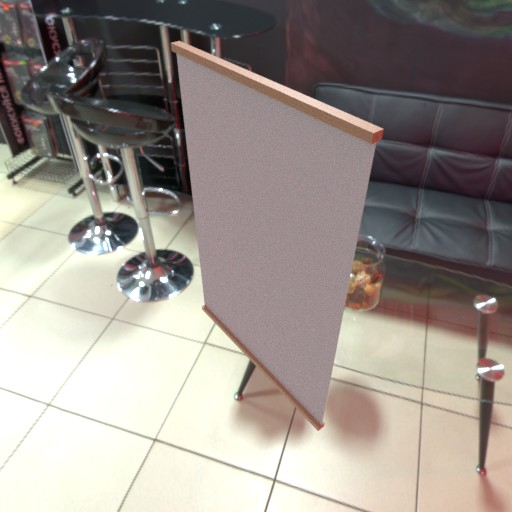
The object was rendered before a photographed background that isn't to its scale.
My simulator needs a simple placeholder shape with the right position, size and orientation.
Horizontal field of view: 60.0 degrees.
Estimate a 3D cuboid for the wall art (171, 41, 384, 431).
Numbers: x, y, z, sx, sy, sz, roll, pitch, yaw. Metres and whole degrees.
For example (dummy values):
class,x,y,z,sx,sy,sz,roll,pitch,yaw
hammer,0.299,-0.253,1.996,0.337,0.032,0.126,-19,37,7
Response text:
class,x,y,z,sx,sy,sz,roll,pitch,yaw
wall art,0.000,0.000,1.909,0.040,1.510,0.991,-28,48,-28
